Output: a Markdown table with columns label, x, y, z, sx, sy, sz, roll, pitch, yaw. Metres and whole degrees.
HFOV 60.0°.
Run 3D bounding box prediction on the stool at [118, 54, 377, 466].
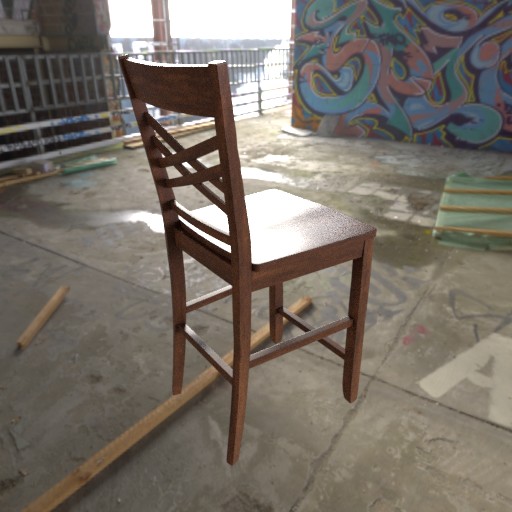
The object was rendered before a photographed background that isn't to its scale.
| label | x | y | z | sx | sy | sz | roll | pitch | yaw |
| --- | --- | --- | --- | --- | --- | --- | --- | --- | --- |
| stool | 0.000 | 0.000 | 1.304 | 0.539 | 1.079 | 0.462 | -18 | 31 | -32 |
